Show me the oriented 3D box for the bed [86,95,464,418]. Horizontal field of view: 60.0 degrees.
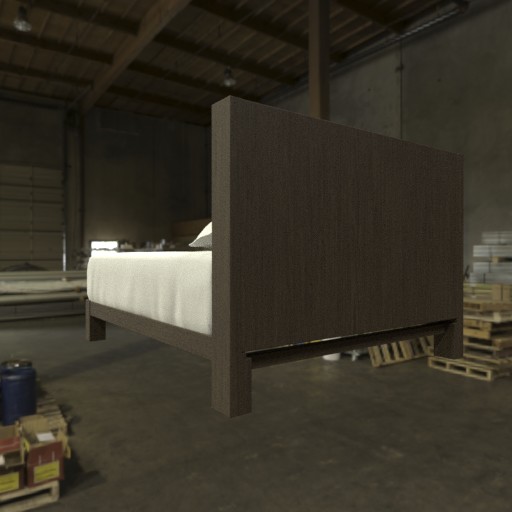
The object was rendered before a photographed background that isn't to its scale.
[{"bbox_3d":[0.000,0.000,3.041,1.735,1.261,1.992,0,0,-36],"label":"bed"}]
